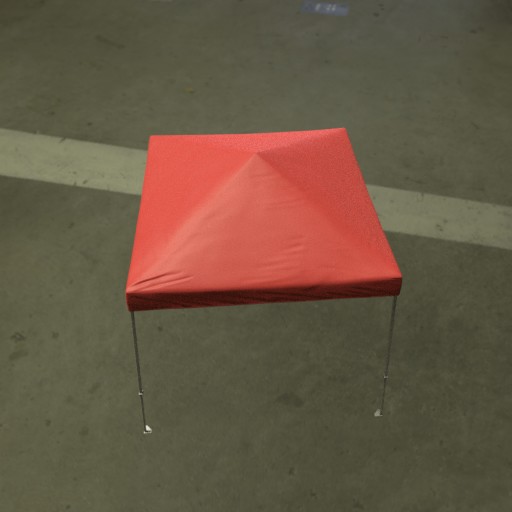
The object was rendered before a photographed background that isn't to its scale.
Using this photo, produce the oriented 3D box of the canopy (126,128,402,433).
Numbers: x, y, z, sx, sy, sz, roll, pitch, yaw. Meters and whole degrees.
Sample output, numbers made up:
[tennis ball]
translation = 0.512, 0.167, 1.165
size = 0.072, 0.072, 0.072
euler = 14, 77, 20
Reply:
[canopy]
translation = 0.000, 0.000, 5.183
size = 2.849, 2.849, 2.848
euler = -3, 48, -3
